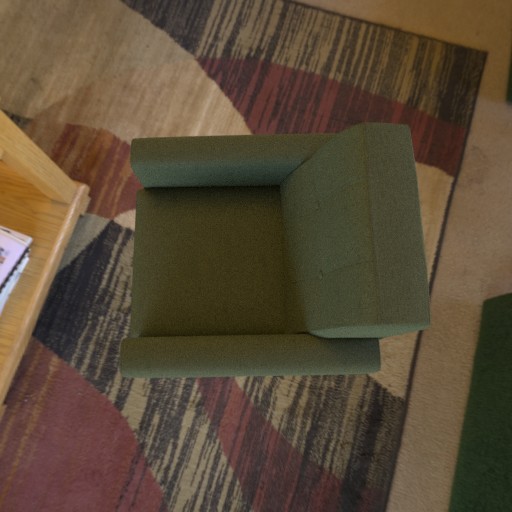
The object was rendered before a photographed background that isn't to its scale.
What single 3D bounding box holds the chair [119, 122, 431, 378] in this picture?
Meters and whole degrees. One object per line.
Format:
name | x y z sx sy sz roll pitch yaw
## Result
chair | 0.000 0.000 1.587 0.909 0.841 0.831 -1 77 0
